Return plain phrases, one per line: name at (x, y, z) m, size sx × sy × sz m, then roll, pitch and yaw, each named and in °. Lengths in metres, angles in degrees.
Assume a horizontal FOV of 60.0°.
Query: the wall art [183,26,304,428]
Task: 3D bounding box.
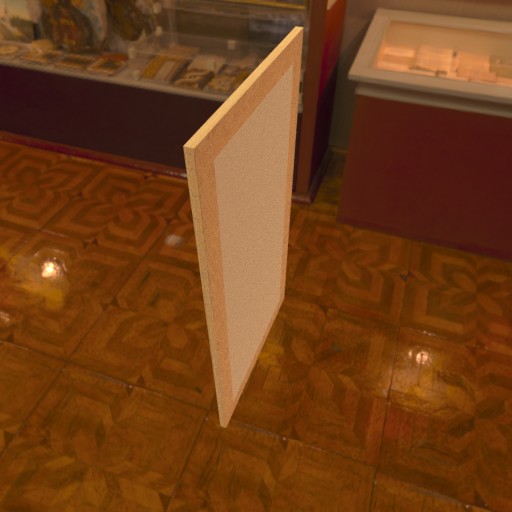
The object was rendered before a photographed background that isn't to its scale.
wall art at (0.000, 0.000, 0.827) m, size 0.013 × 0.683 × 0.381 m, roll 16°, pitch 48°, yaw 15°
